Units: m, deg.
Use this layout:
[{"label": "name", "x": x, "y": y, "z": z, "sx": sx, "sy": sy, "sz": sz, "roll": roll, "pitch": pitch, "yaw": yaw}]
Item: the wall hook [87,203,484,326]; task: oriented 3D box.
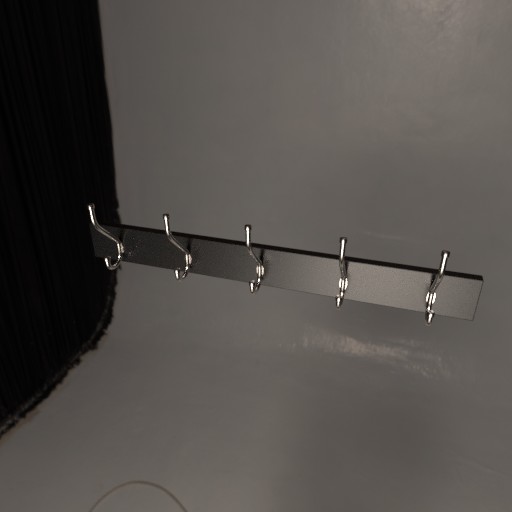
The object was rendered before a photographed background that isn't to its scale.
[{"label": "wall hook", "x": 0.000, "y": 0.000, "z": 0.604, "sx": 0.571, "sy": 0.117, "sz": 0.071, "roll": 9, "pitch": 28, "yaw": 16}]
